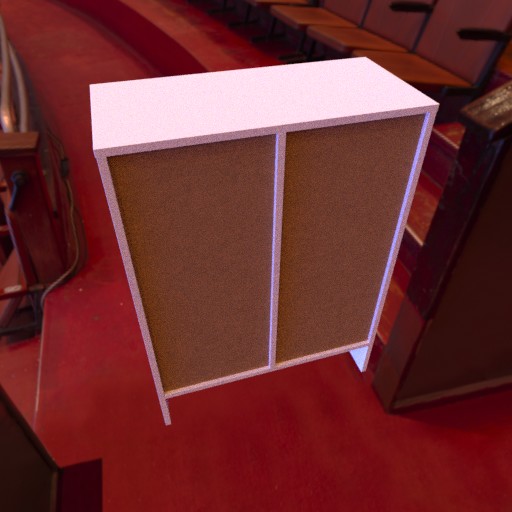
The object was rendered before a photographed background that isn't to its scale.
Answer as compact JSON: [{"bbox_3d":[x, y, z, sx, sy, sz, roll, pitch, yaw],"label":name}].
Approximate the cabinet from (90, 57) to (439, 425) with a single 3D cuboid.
[{"bbox_3d":[0.000,0.000,1.104,0.600,0.815,0.296,-11,42,-13],"label":"cabinet"}]
